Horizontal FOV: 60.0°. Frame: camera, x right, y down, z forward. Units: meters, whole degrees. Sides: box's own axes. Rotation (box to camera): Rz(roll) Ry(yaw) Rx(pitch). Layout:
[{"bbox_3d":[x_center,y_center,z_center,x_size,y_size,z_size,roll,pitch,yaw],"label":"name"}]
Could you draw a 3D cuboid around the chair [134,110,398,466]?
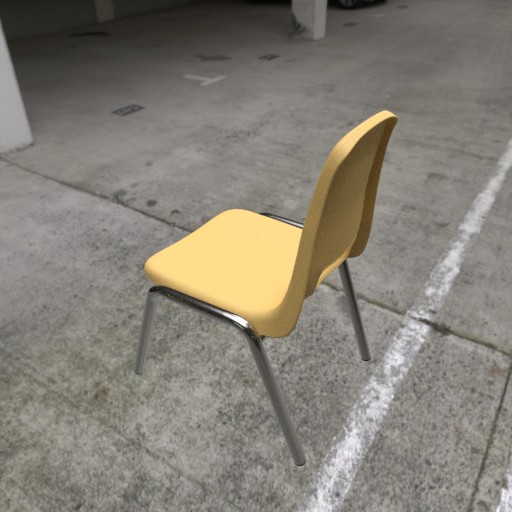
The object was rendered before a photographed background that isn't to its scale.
[{"bbox_3d":[0.000,0.000,0.848,0.423,0.586,0.354,20,38,28],"label":"chair"}]
